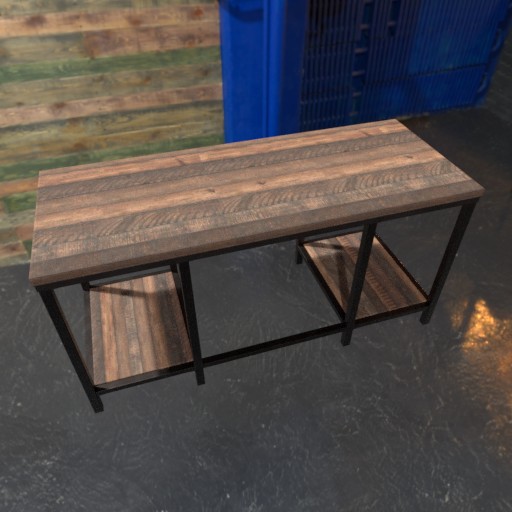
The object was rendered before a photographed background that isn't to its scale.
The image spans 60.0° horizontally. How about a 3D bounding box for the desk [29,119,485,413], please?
[{"bbox_3d":[0.000,0.000,1.893,1.538,0.753,0.617,-12,43,-13],"label":"desk"}]
